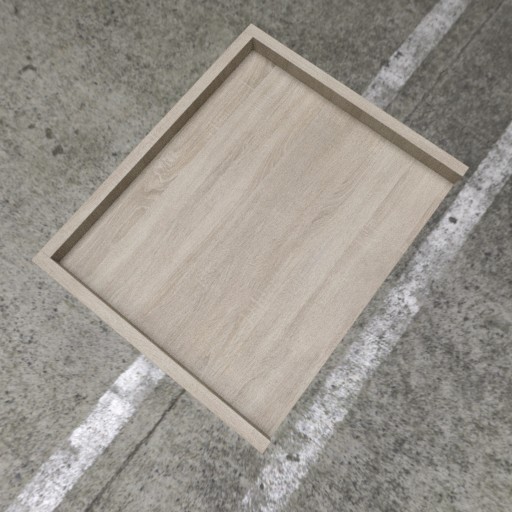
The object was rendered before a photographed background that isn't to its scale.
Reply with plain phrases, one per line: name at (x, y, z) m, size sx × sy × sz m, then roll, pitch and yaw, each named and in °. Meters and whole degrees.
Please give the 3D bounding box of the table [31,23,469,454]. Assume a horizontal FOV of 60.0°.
table at (0.000, 0.000, 0.804) m, size 0.370 × 0.470 × 0.450 m, roll 37°, pitch 79°, yaw 9°
